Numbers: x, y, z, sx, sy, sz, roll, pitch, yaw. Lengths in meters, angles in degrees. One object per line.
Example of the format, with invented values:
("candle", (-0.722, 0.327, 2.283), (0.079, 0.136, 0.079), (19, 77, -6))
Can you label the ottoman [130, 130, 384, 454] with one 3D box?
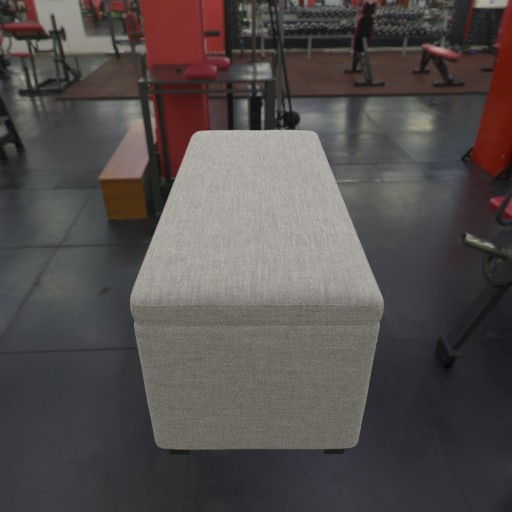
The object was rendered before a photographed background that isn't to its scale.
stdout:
("ottoman", (0.000, 0.000, 1.150), (0.419, 0.432, 0.902), (0, 32, 0))
